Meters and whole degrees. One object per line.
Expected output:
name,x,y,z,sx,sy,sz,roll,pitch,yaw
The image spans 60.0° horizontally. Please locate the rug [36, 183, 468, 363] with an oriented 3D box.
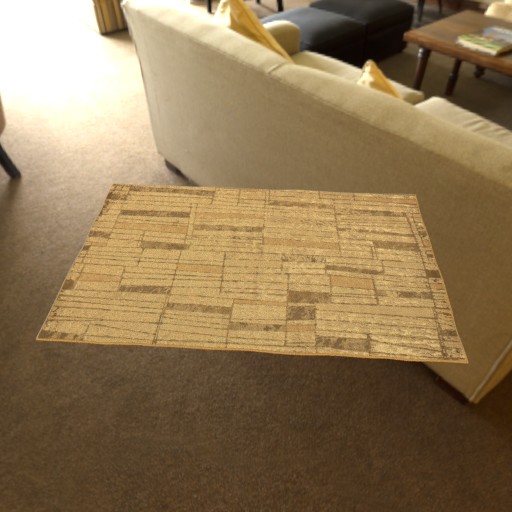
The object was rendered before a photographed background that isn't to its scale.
rug,0.000,0.000,3.029,2.444,0.023,1.531,3,45,3
